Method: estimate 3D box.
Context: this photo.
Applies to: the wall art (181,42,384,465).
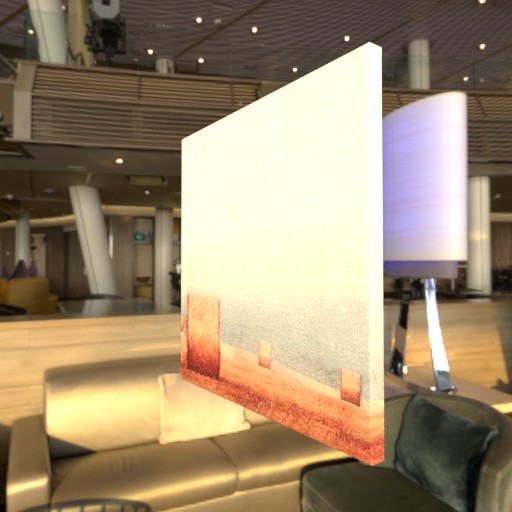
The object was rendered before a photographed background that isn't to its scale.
[{"bbox_3d":[0.000,0.000,0.887,0.034,0.605,0.605,1,-2,-36],"label":"wall art"}]
